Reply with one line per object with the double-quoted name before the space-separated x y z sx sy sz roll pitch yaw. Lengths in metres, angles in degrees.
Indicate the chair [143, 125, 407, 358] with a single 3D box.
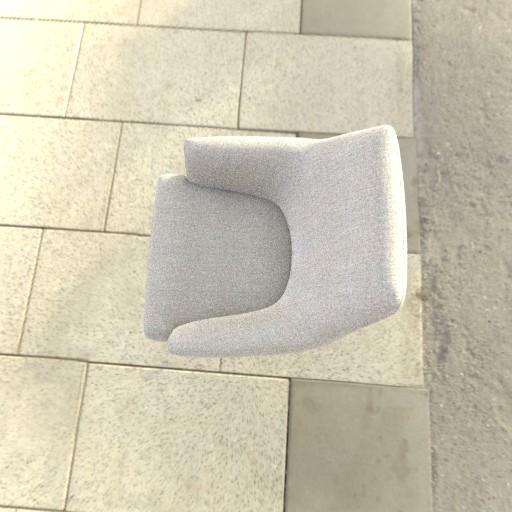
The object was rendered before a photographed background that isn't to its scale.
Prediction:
"chair" 0.000 0.000 1.393 0.677 0.874 0.642 2 75 0
